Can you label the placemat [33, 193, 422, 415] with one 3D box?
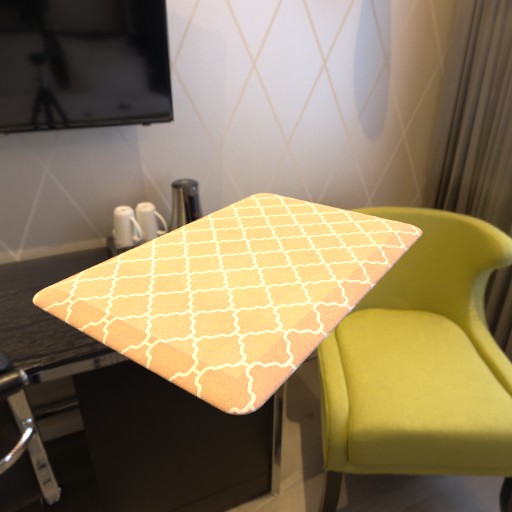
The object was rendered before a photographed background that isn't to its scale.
[{"bbox_3d":[0.000,0.000,0.961,0.508,0.021,0.762,18,31,31],"label":"placemat"}]
